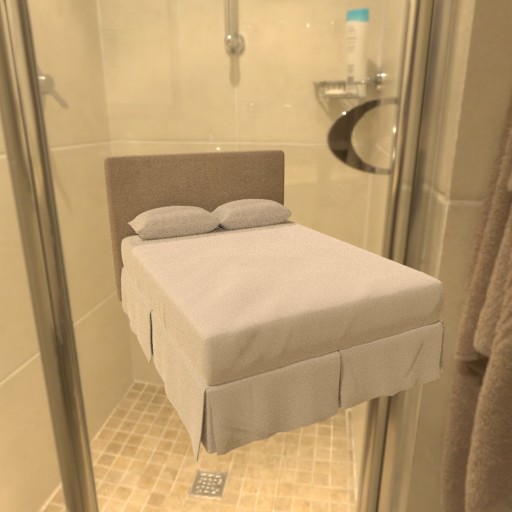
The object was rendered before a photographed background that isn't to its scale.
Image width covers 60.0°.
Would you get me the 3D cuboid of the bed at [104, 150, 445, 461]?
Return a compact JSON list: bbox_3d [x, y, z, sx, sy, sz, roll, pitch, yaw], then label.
[{"bbox_3d":[0.000,0.000,3.221,1.713,1.330,2.162,-9,20,-26],"label":"bed"}]
